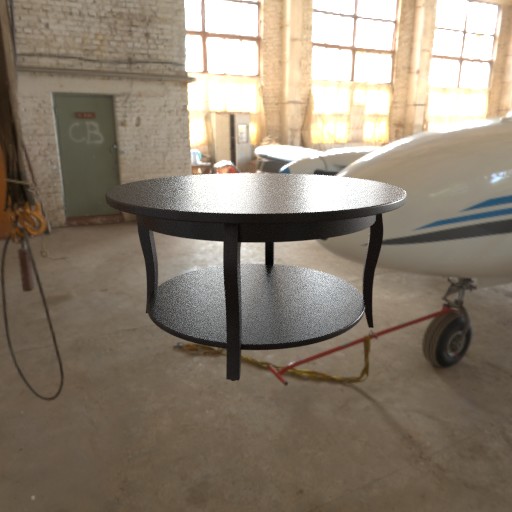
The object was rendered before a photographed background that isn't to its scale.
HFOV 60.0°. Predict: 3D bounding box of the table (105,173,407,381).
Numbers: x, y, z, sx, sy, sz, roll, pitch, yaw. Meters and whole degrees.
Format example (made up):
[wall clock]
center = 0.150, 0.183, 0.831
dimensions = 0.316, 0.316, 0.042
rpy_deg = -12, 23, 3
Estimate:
[table]
center = 0.000, 0.000, 1.477
dimensions = 0.914, 0.457, 0.914
rpy_deg = 0, 16, 0
